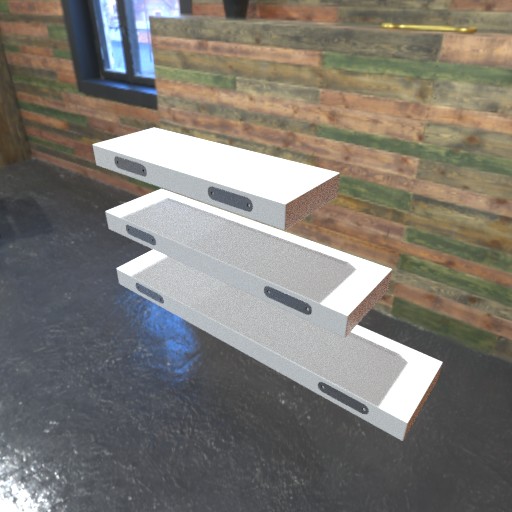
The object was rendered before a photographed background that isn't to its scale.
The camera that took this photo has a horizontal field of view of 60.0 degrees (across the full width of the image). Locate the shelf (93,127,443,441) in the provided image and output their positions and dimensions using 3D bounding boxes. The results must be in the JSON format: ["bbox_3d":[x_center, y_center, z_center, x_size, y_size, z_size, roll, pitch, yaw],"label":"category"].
[{"bbox_3d":[0.000,0.000,0.729,0.610,0.293,0.140,22,37,32],"label":"shelf"}]
